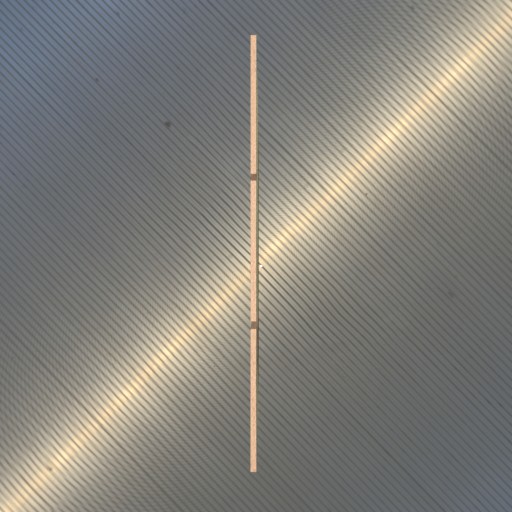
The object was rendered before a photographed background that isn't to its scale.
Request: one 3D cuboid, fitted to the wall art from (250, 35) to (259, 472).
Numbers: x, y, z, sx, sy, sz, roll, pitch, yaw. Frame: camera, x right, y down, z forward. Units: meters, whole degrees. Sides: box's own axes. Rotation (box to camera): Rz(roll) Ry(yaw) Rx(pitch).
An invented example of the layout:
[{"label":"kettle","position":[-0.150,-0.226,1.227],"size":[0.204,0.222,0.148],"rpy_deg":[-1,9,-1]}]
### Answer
[{"label":"wall art","position":[0.000,0.000,1.384],"size":[0.012,0.910,0.917],"rpy_deg":[0,89,1]}]
